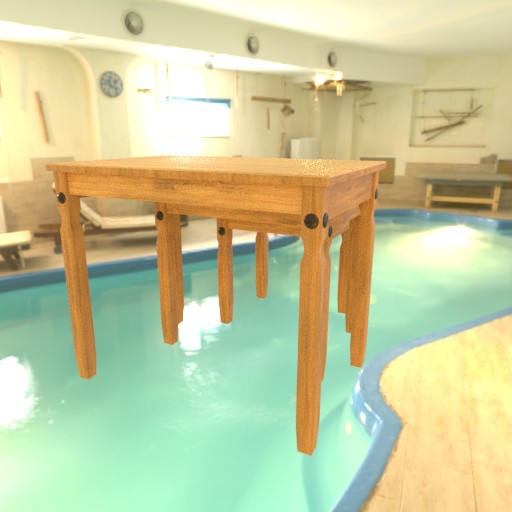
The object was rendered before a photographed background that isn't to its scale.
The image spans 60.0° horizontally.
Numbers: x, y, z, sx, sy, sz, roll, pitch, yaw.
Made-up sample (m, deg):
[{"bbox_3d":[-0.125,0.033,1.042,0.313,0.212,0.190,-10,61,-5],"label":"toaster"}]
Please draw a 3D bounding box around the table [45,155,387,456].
[{"bbox_3d":[0.000,0.000,1.245,0.660,0.535,0.773,8,17,26],"label":"table"}]
